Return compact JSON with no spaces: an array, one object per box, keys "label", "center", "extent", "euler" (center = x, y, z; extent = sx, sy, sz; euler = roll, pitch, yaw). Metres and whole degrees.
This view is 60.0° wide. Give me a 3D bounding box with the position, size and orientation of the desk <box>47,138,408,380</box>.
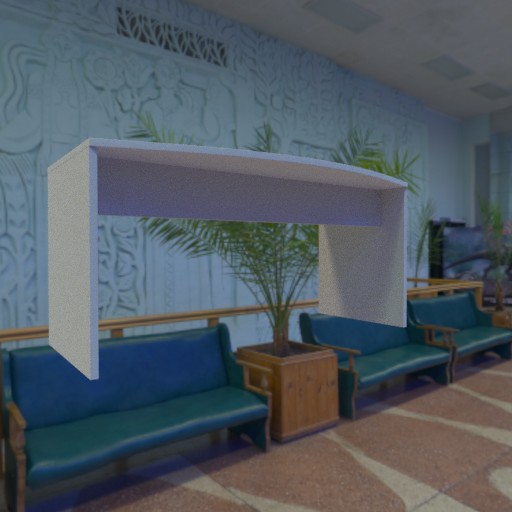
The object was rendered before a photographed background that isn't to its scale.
[{"label":"desk","center":[0.000,0.000,2.026],"extent":[1.600,0.750,0.802],"euler":[-1,1,-36]}]
